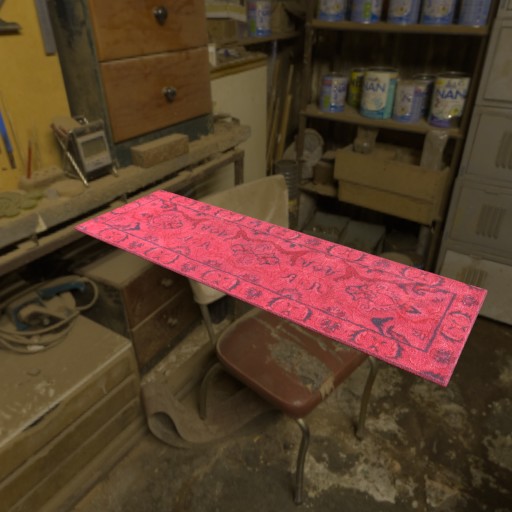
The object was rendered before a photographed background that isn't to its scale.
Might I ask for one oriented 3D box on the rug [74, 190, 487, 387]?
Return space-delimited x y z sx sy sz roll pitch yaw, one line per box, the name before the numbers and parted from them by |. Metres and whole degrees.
rug | 0.000 0.000 2.672 2.439 0.018 0.813 20 36 30
